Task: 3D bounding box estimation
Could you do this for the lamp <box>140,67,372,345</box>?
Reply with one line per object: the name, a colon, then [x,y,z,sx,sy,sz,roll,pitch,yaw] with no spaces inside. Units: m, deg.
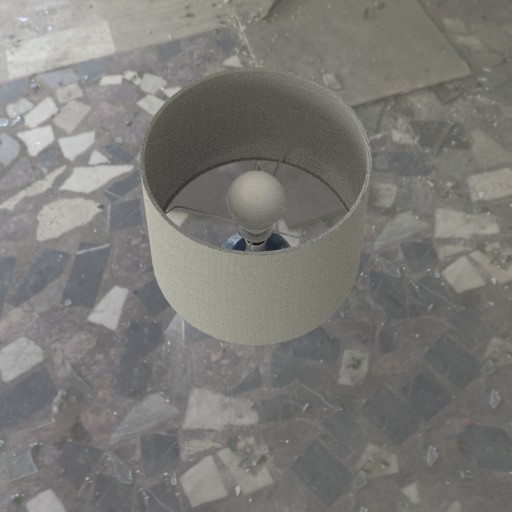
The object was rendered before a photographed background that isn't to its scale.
lamp: [0.000,0.000,0.575,0.253,0.428,0.253,0,65,0]
